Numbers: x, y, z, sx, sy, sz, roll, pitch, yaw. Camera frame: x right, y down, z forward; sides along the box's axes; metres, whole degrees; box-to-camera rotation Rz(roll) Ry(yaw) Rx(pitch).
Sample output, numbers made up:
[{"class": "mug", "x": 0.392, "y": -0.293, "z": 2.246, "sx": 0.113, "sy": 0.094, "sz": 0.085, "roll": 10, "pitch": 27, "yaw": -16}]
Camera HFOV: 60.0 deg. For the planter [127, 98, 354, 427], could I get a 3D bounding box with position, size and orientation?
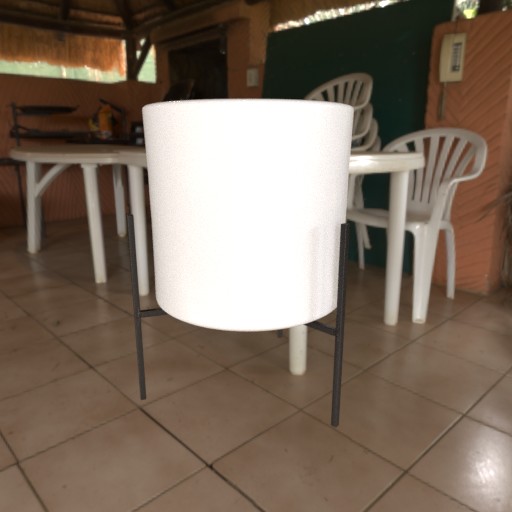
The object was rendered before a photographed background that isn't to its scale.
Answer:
[{"class": "planter", "x": 0.000, "y": 0.000, "z": 0.752, "sx": 0.360, "sy": 0.480, "sz": 0.361, "roll": -14, "pitch": 20, "yaw": -43}]
